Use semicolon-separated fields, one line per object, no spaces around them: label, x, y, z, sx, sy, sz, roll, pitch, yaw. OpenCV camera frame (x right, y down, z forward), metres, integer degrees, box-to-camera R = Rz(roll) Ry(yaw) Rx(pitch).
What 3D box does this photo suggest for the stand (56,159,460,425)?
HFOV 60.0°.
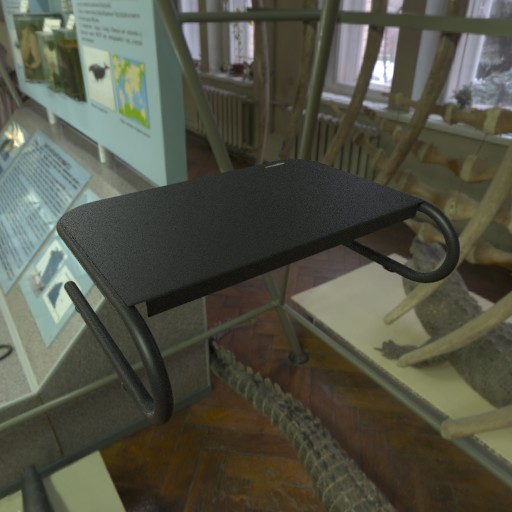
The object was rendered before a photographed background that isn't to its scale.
stand;0.000;0.000;0.505;0.370;0.108;0.280;-19;34;-31
